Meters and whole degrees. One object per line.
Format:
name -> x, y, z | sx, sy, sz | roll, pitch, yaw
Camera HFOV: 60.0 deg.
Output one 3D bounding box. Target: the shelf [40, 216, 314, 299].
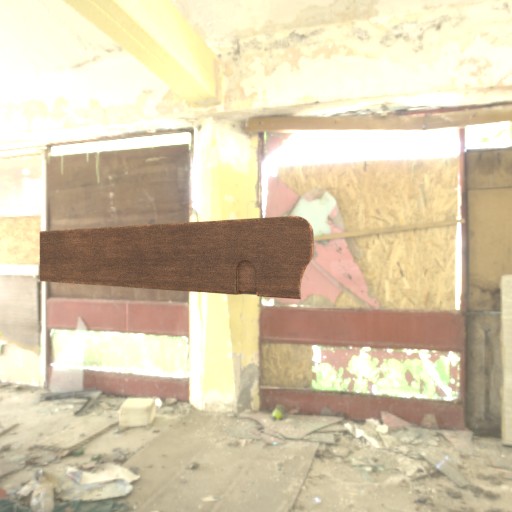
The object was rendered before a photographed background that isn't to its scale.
shelf -> 0.000, 0.000, 0.474 | 0.310, 0.050, 0.310 | 0, 0, 37
